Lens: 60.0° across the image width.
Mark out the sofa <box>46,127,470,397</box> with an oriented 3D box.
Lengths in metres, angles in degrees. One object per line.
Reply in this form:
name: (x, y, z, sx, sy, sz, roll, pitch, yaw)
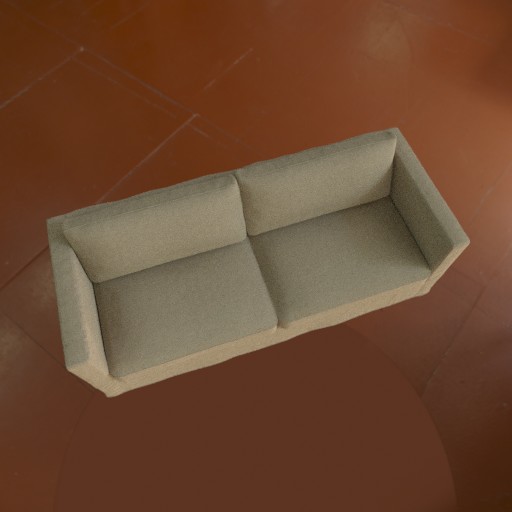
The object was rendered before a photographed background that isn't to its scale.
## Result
sofa: (0.000, 0.000, 2.770, 2.296, 0.847, 0.956, -16, 64, -8)
